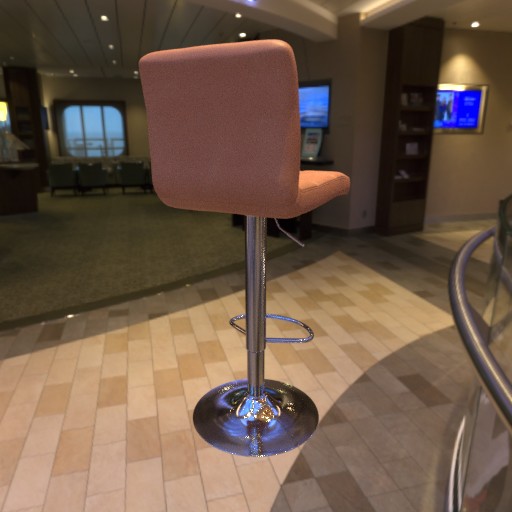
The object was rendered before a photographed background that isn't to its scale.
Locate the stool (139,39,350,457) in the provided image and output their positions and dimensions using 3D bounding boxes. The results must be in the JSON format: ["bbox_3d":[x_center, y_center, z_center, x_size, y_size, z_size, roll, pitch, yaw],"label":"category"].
[{"bbox_3d":[0.000,0.000,1.357,0.430,1.115,0.505,8,18,27],"label":"stool"}]
